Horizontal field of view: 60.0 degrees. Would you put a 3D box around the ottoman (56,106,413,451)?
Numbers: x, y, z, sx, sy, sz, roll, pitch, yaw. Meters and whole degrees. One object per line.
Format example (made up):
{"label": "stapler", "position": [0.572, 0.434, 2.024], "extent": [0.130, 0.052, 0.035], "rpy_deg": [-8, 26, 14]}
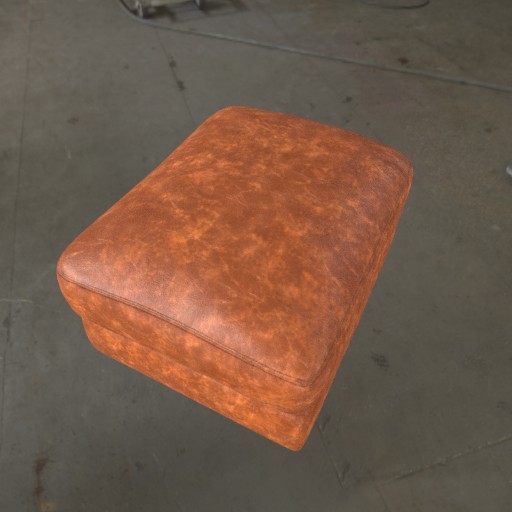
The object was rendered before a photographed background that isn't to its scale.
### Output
{"label": "ottoman", "position": [0.000, 0.000, 1.251], "extent": [0.657, 0.562, 0.832], "rpy_deg": [21, 51, 18]}
